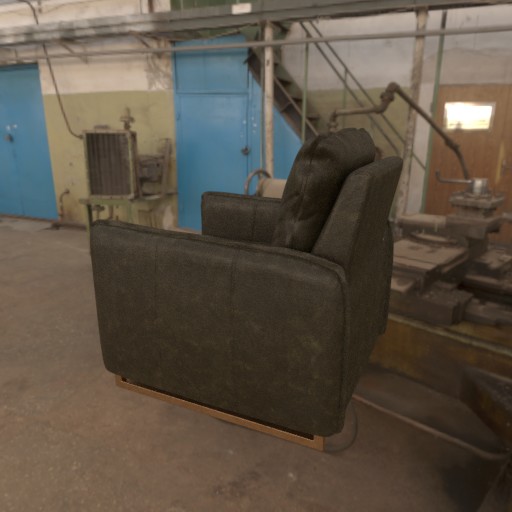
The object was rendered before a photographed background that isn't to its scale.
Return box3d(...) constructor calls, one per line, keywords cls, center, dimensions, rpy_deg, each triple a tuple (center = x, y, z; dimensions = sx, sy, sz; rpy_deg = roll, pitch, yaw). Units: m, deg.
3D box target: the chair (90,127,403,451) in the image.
box3d(cls="chair", center=(0.000, 0.000, 1.651), dimensions=(0.921, 0.921, 0.830), rpy_deg=(8, 19, 24))
